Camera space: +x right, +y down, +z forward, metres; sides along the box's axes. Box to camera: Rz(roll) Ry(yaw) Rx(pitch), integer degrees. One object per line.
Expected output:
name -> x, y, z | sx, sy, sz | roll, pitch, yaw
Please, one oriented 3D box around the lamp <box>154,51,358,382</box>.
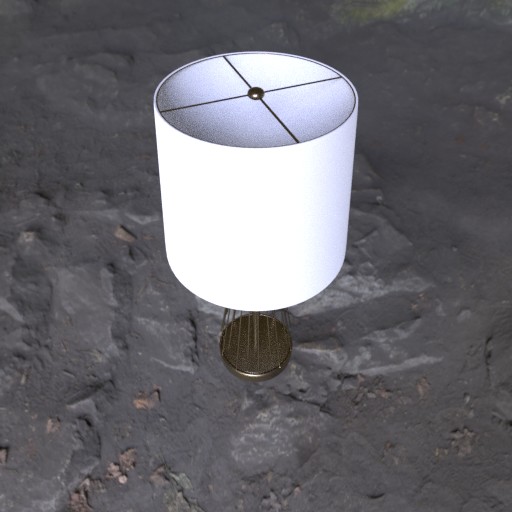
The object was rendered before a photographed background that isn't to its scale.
lamp -> 0.000, 0.000, 0.786 | 0.303, 0.618, 0.303 | 0, 46, 0
